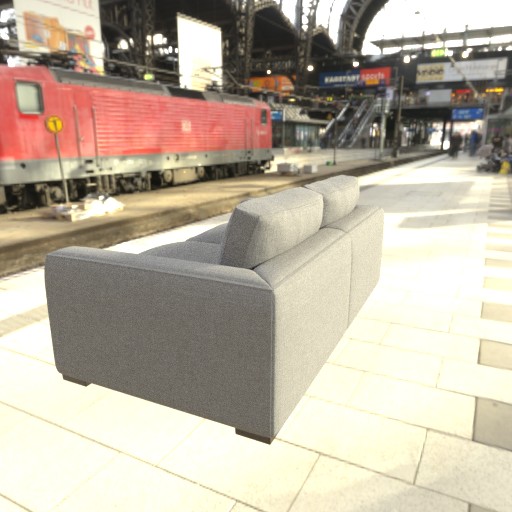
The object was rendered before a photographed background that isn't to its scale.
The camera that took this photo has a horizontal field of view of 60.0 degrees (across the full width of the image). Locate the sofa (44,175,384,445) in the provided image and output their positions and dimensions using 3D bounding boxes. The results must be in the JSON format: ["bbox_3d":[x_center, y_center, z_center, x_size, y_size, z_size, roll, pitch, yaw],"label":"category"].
[{"bbox_3d":[0.000,0.000,2.439,1.069,0.800,1.920,7,17,25],"label":"sofa"}]
